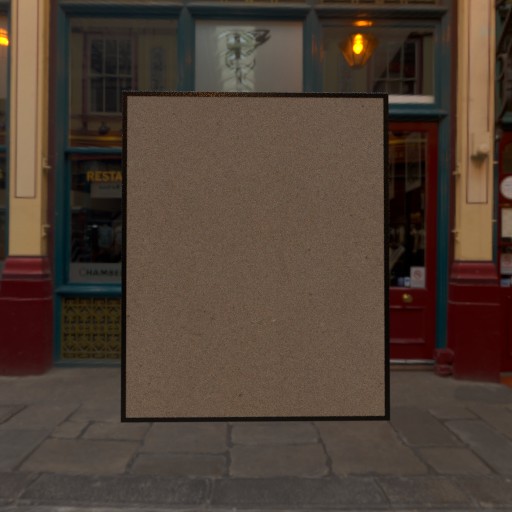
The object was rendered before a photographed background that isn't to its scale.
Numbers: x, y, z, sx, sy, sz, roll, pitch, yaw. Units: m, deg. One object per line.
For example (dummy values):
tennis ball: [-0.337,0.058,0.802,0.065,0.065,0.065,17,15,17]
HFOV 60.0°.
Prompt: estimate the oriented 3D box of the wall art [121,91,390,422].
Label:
wall art: [0.000,0.000,0.759,0.448,0.551,0.038,0,-1,-1]
